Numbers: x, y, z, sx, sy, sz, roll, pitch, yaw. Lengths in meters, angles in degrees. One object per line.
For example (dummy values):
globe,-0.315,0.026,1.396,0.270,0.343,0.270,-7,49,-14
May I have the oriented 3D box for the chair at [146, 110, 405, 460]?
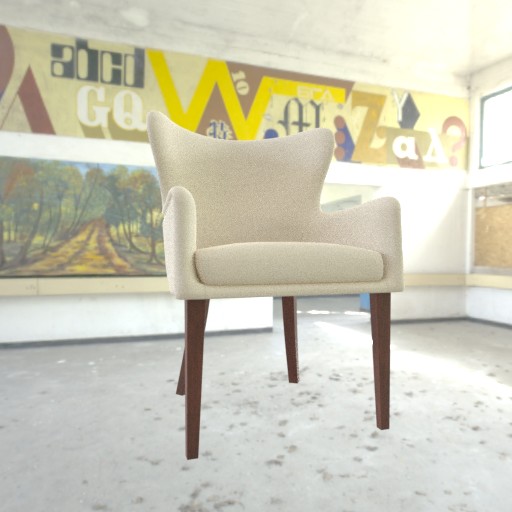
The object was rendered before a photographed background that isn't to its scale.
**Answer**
chair,0.000,0.000,1.487,0.696,0.990,0.744,0,1,-19
